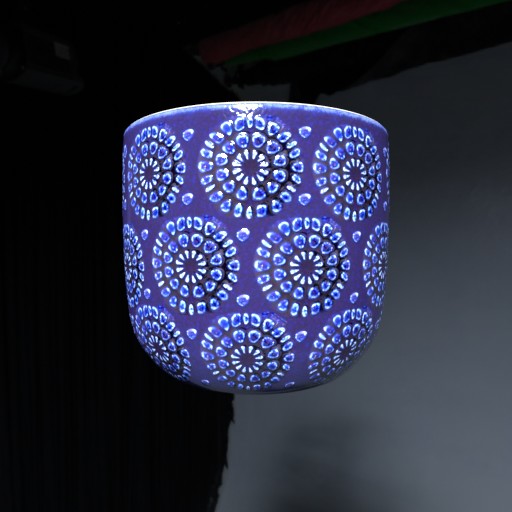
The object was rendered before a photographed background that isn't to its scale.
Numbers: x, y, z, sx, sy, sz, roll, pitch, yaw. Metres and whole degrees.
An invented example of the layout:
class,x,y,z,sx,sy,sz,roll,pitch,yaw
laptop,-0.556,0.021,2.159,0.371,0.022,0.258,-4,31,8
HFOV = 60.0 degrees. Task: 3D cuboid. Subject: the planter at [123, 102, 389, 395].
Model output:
class,x,y,z,sx,sy,sz,roll,pitch,yaw
planter,0.000,0.000,0.288,0.165,0.149,0.165,0,2,0
